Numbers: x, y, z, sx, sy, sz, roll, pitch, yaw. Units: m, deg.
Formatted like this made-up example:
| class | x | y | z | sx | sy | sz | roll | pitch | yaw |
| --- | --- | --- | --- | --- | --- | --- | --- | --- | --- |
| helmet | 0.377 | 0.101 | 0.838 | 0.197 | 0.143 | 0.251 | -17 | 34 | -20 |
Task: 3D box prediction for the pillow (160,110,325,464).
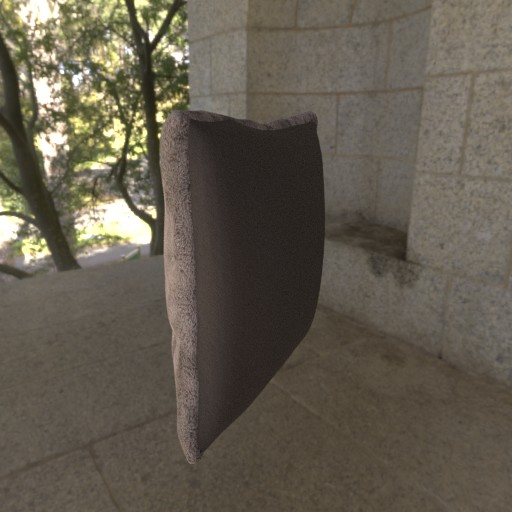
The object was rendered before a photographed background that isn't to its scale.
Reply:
| class | x | y | z | sx | sy | sz | roll | pitch | yaw |
| --- | --- | --- | --- | --- | --- | --- | --- | --- | --- |
| pillow | 0.000 | 0.000 | 0.816 | 0.204 | 0.520 | 0.522 | 8 | 18 | 24 |
